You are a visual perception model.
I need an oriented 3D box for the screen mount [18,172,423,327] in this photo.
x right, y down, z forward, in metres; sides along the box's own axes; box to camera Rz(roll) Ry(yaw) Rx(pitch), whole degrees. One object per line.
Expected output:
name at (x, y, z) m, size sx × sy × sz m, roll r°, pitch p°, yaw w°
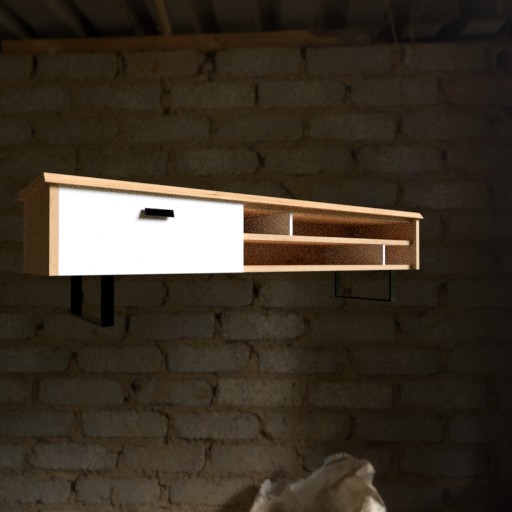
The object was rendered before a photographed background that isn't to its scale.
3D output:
screen mount at (0.000, 0.000, 1.845) m, size 1.700 × 0.430 × 0.450 m, roll 1°, pitch -1°, yaw -36°
